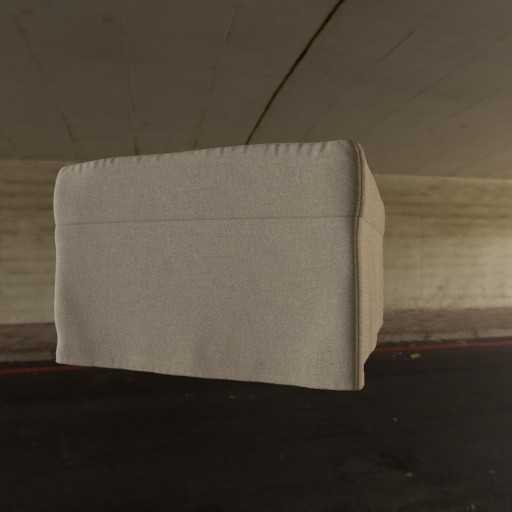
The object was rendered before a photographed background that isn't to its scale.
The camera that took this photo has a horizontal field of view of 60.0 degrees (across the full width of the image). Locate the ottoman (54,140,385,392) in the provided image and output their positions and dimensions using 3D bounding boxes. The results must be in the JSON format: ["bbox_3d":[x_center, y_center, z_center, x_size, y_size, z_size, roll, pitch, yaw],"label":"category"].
[{"bbox_3d":[0.000,0.000,1.219,0.650,0.485,0.833,0,0,18],"label":"ottoman"}]
